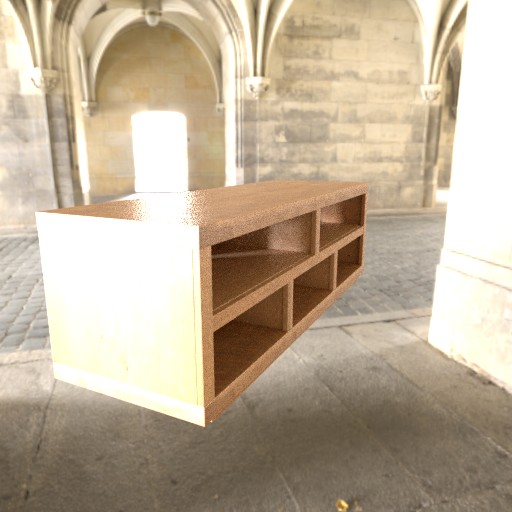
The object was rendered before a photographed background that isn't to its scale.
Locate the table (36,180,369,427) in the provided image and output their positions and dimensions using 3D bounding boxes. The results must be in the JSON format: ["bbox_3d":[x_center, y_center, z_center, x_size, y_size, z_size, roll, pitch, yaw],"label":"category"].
[{"bbox_3d":[0.000,0.000,1.722,0.499,0.491,1.499,7,15,26],"label":"table"}]
